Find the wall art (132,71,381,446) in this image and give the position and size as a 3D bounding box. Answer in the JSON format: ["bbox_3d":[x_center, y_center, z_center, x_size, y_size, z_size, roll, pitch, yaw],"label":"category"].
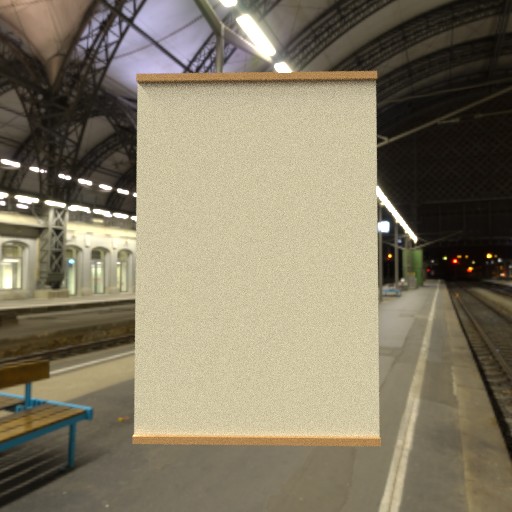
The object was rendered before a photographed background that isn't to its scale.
[{"bbox_3d":[0.000,0.000,1.226,0.669,1.020,0.027,0,-2,1],"label":"wall art"}]
